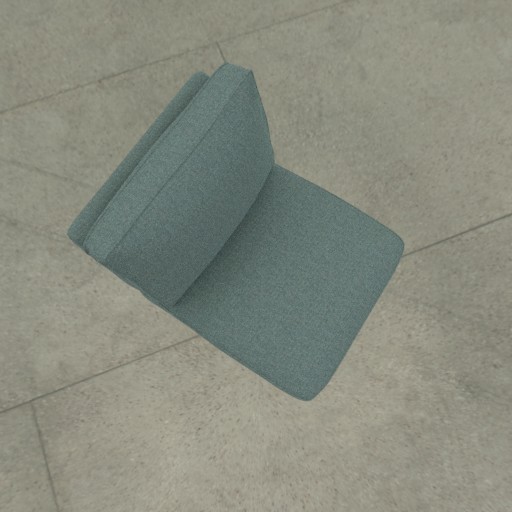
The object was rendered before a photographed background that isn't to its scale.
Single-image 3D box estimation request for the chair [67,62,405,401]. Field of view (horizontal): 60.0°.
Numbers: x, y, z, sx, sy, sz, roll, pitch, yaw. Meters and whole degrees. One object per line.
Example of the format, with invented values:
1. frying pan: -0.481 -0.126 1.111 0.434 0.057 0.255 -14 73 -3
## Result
1. chair: 0.000 0.000 1.445 0.796 0.901 0.624 32 77 8
